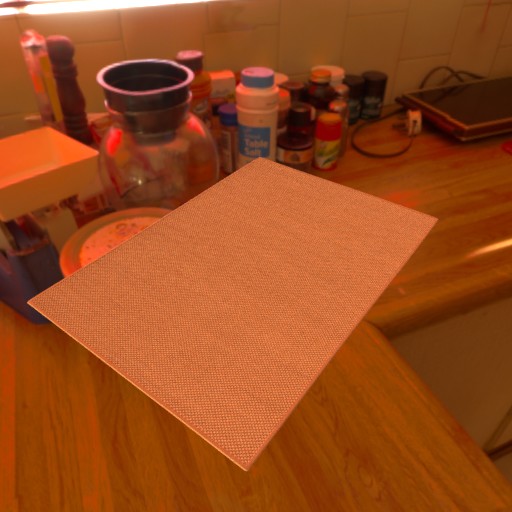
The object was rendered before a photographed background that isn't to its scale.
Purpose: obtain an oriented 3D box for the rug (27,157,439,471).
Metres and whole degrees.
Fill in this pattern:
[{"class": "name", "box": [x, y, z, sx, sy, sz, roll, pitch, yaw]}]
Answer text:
[{"class": "rug", "box": [0.000, 0.000, 2.715, 1.524, 0.013, 2.134, 26, 46, 28]}]
